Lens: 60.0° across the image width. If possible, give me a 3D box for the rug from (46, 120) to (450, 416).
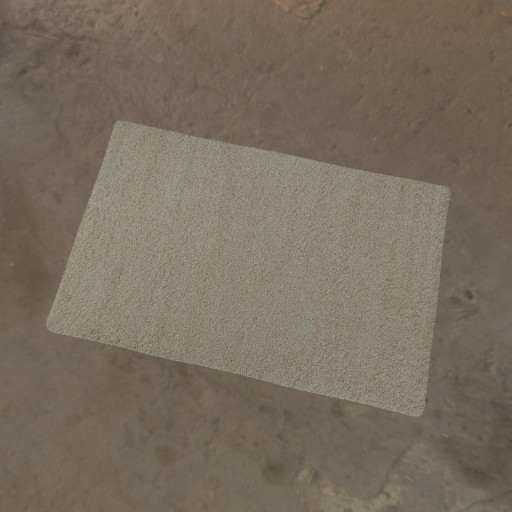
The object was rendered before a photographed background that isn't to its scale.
[{"bbox_3d":[0.000,0.000,2.865,2.349,0.026,1.500,12,75,3],"label":"rug"}]
